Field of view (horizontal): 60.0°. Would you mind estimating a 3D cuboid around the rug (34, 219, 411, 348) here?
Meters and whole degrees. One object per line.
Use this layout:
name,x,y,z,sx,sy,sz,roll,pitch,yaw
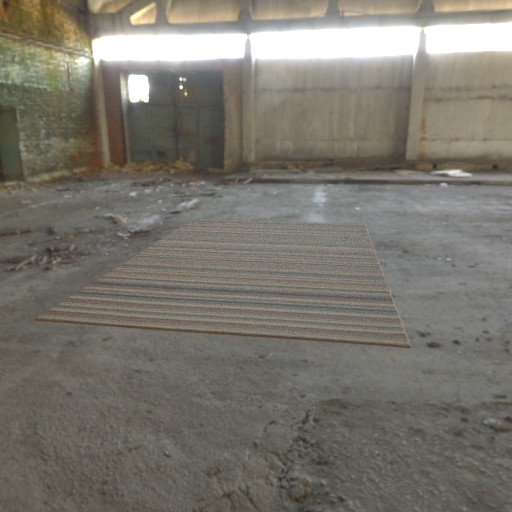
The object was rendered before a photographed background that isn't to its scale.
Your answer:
rug,0.000,0.000,2.262,1.219,0.008,1.829,2,16,9
